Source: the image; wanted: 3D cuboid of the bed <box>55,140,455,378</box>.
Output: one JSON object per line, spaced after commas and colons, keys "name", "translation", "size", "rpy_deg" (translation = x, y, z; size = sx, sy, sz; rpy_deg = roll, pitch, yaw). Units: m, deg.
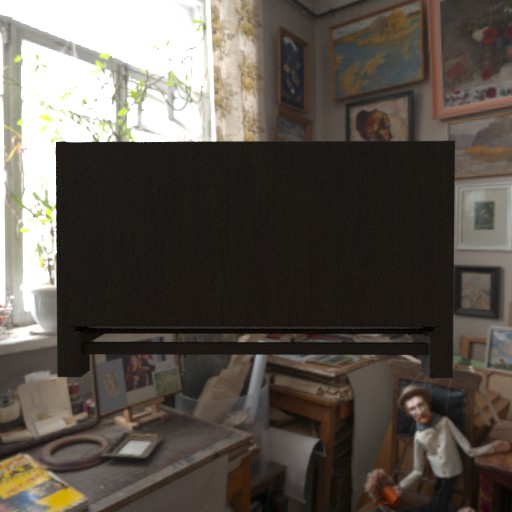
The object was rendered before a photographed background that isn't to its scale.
{"name": "bed", "translation": [0.000, 0.000, 3.381], "size": [2.134, 1.270, 2.012], "rpy_deg": [0, 1, 1]}
